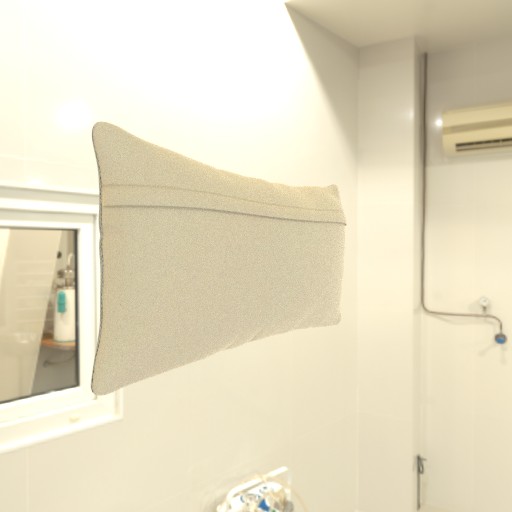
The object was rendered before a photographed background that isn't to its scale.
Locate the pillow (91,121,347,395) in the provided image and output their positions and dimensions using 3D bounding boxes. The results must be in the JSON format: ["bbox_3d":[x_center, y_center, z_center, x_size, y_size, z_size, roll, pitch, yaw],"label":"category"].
[{"bbox_3d":[0.000,0.000,0.728,0.148,0.307,0.604,1,1,37],"label":"pillow"}]
